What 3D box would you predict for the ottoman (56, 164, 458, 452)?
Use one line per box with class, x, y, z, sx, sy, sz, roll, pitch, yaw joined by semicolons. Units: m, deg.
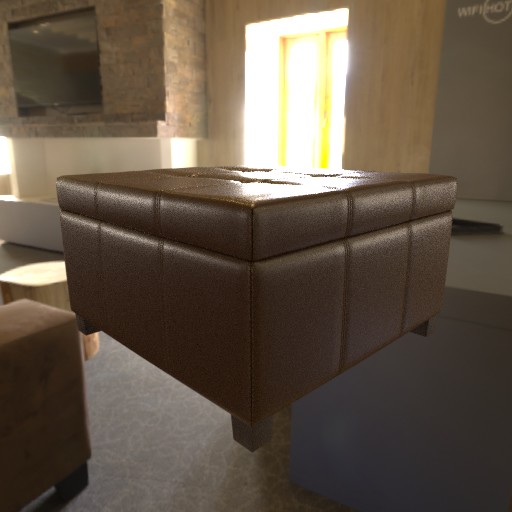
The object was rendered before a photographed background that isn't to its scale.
ottoman;0.000;0.000;1.252;0.787;0.460;0.788;-14;20;-43
